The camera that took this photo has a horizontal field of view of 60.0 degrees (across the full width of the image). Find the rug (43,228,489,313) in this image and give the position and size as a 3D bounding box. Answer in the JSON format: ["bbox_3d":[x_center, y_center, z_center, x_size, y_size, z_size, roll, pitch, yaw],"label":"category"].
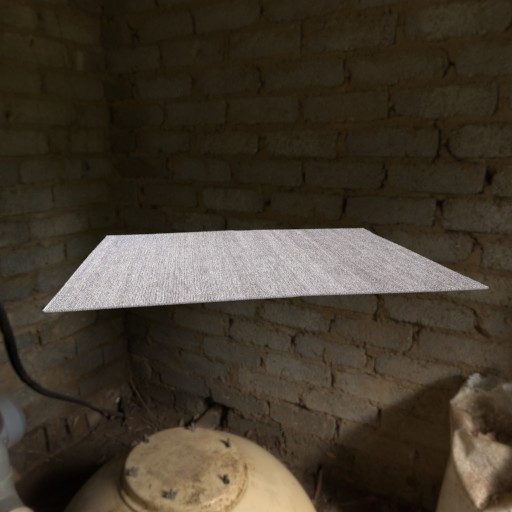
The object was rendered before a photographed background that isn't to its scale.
[{"bbox_3d":[0.000,0.000,4.285,3.202,0.045,2.434,-2,15,-8],"label":"rug"}]
